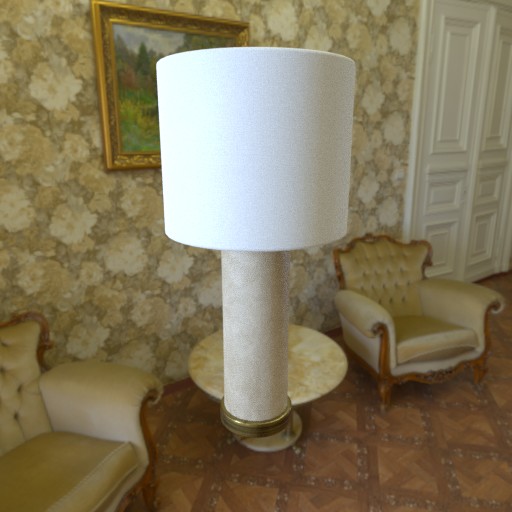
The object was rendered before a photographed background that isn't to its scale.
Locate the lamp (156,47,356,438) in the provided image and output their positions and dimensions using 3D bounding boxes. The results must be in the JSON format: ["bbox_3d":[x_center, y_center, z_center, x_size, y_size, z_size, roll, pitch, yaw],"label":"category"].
[{"bbox_3d":[0.000,0.000,0.772,0.305,0.634,0.305,3,15,10],"label":"lamp"}]
